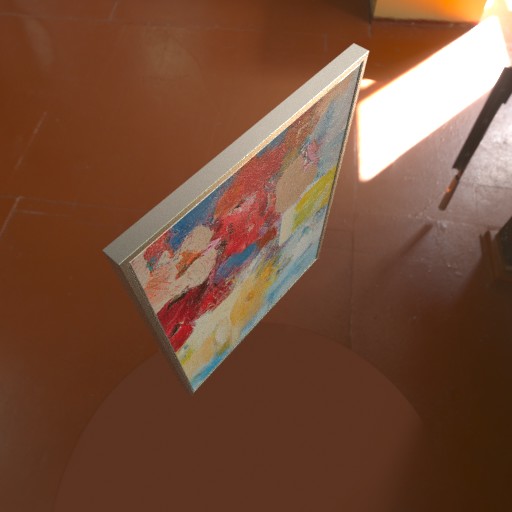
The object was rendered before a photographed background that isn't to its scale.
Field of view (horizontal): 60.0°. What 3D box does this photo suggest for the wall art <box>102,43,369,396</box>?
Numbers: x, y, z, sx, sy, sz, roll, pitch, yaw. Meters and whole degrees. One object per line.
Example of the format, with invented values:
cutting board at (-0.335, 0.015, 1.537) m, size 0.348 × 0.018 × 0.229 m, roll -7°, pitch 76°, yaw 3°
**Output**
wall art at (0.000, 0.000, 0.773) m, size 0.025 × 0.569 × 0.444 m, roll 37°, pitch 66°, yaw 19°
